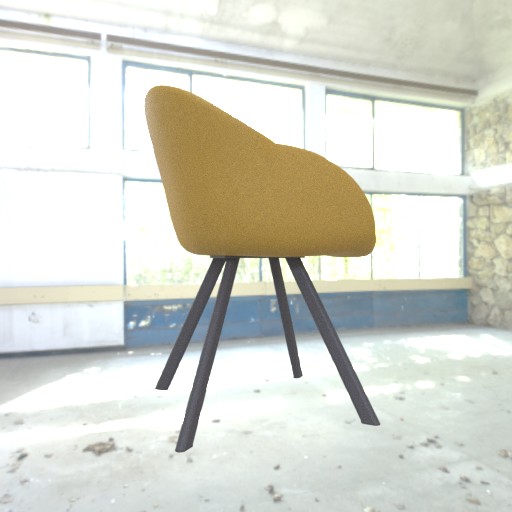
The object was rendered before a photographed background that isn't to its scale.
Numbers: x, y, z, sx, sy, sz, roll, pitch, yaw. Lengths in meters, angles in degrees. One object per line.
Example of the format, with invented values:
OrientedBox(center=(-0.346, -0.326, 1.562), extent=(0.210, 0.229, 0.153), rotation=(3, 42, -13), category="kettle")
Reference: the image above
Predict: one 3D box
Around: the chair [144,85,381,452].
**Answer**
OrientedBox(center=(0.000, 0.000, 1.188), extent=(0.583, 0.793, 0.551), rotation=(0, 0, -18), category="chair")
